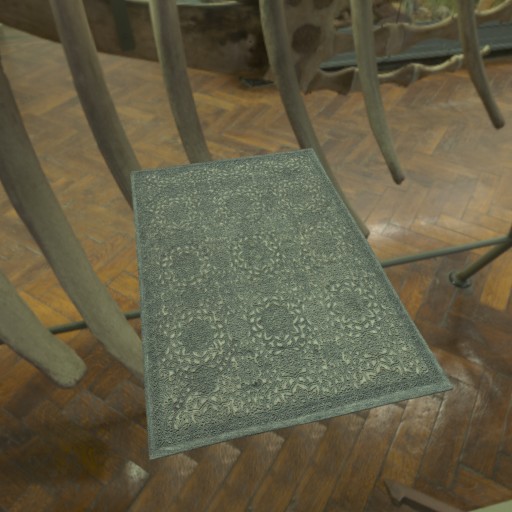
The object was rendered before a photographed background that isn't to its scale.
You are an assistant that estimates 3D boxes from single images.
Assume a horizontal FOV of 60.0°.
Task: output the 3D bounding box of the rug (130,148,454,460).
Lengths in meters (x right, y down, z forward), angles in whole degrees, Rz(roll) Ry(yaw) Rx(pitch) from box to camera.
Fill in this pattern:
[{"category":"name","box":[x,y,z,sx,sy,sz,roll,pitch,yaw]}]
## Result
[{"category":"rug","box":[0.000,0.000,2.317,1.224,0.016,1.830,-10,47,-9]}]
